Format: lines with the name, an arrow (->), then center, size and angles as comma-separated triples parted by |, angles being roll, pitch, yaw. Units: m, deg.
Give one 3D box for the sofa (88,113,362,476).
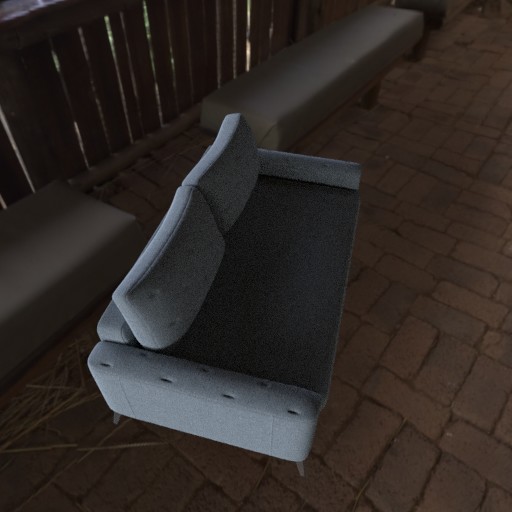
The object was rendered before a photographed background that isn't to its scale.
sofa -> 0.000, 0.000, 2.194 | 0.920, 0.790, 1.650 | 11, 47, 10
